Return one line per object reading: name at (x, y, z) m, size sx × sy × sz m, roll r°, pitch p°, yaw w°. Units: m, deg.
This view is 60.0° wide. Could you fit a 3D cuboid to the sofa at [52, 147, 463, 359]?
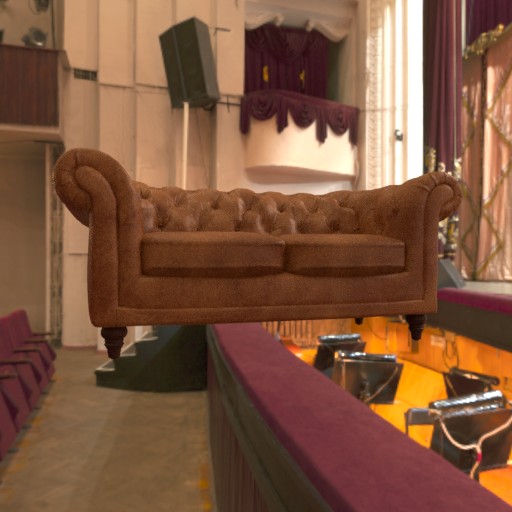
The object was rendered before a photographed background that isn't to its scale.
sofa at (0.000, 0.000, 2.474) m, size 1.979 × 0.877 × 1.042 m, roll 0°, pitch -1°, yaw -17°
